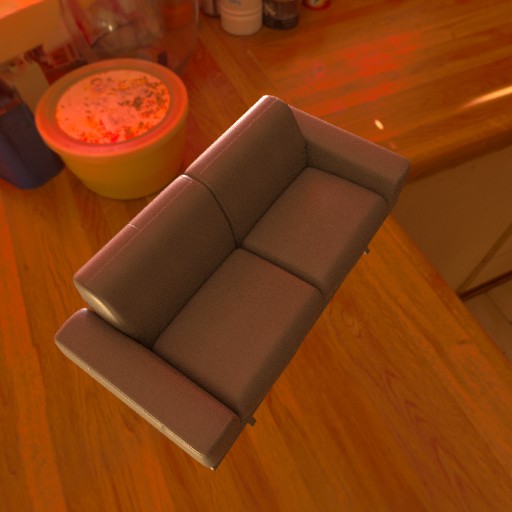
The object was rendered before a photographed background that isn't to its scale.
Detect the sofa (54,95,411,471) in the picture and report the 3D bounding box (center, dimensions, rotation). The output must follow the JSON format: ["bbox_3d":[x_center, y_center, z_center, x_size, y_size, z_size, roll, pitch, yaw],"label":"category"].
[{"bbox_3d":[0.000,0.000,2.341,0.900,0.772,1.901,30,62,18],"label":"sofa"}]
